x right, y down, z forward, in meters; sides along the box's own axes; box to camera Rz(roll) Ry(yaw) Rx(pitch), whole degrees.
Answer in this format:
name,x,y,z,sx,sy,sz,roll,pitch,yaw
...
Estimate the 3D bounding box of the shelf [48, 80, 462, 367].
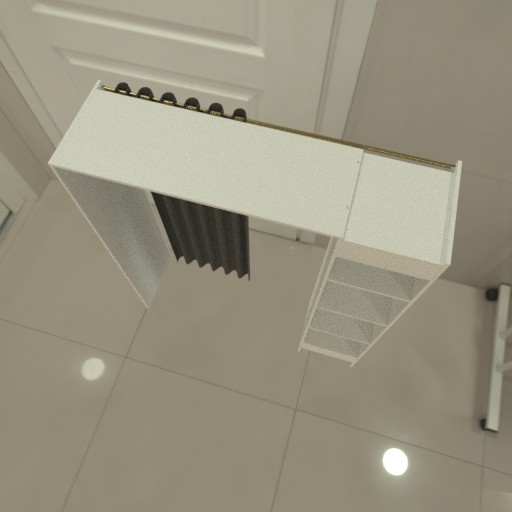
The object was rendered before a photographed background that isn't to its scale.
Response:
name,x,y,z,sx,sy,sz,roll,pitch,yaw
shelf,0.000,0.000,2.603,1.600,1.810,0.500,15,66,7
